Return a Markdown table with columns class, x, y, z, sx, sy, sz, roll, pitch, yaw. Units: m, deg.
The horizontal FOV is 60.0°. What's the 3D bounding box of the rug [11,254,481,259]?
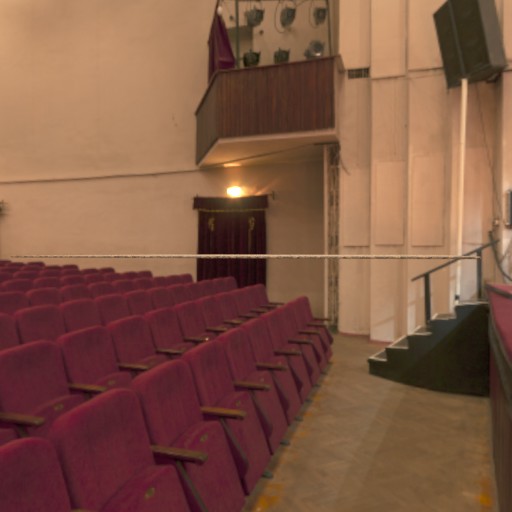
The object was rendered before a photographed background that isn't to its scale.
| class | x | y | z | sx | sy | sz | roll | pitch | yaw |
| --- | --- | --- | --- | --- | --- | --- | --- | --- | --- |
| rug | 0.000 | 0.000 | 2.215 | 1.824 | 0.008 | 1.220 | 0 | 0 | 17 |
